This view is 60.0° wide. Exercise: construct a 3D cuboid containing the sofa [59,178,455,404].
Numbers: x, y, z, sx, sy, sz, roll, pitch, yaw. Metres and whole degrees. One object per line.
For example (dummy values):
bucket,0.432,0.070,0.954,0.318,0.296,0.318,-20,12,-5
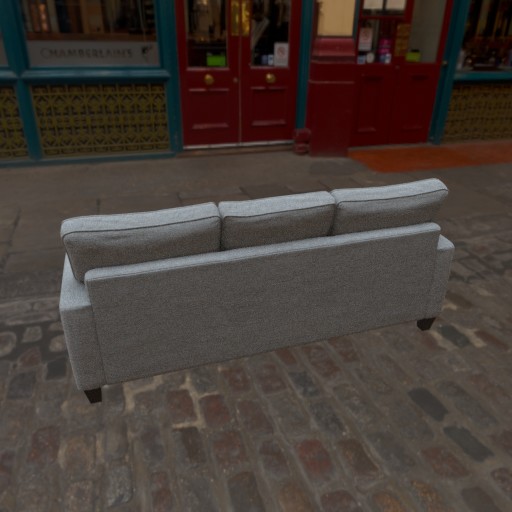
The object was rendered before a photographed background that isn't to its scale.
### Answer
sofa,0.000,0.000,2.692,2.158,0.965,0.951,-8,27,-16
